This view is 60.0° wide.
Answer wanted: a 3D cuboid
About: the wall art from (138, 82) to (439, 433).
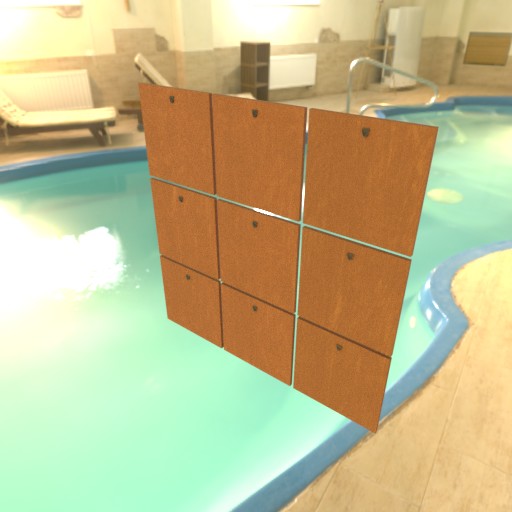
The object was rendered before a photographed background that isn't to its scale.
[{"bbox_3d":[0.000,0.000,1.354,0.915,0.913,0.018,21,36,32],"label":"wall art"}]
